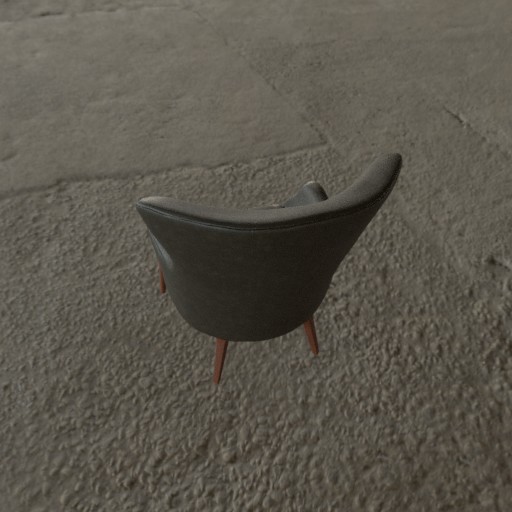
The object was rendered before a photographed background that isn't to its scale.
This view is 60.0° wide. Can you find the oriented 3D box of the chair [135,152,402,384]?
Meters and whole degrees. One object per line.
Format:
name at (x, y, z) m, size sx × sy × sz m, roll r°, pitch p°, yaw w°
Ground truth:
chair at (0.000, 0.000, 1.750) m, size 0.819 × 1.068 × 0.954 m, roll -13°, pitch 44°, yaw -14°
